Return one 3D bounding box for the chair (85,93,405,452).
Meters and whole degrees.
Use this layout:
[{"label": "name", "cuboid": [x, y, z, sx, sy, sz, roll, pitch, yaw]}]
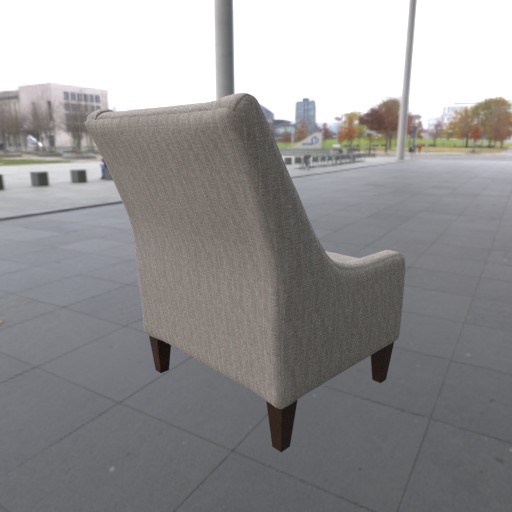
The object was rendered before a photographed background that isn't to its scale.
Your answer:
[{"label": "chair", "cuboid": [0.000, 0.000, 1.613, 0.870, 1.014, 0.774, -14, 20, -43]}]
